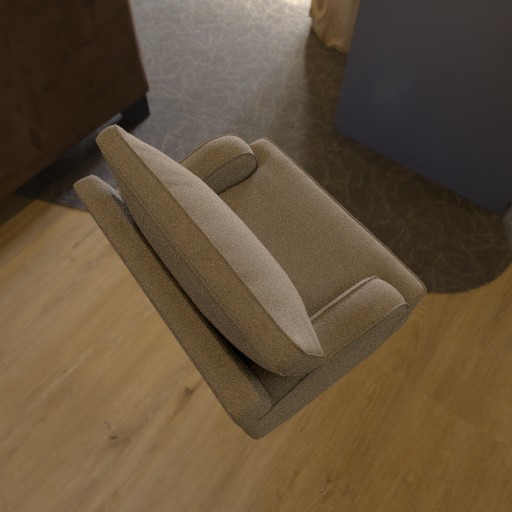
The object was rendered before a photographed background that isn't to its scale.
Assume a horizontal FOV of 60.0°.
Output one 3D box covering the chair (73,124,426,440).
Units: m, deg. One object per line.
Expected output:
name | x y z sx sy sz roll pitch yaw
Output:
chair | 0.000 0.000 2.016 1.040 1.016 1.220 -32 64 -18
